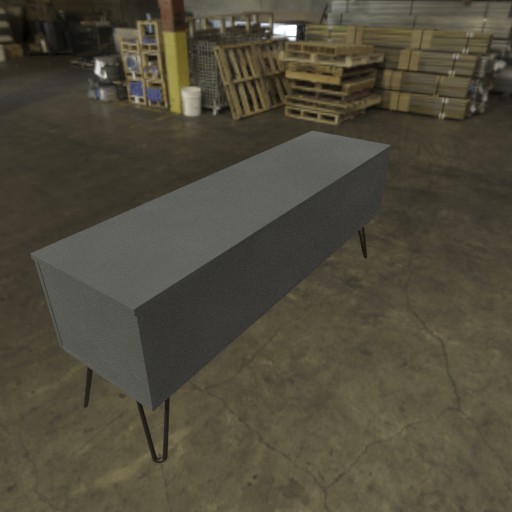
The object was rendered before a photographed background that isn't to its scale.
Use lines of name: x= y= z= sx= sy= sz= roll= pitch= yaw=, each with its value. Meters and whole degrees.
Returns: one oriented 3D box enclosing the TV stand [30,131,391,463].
TV stand: x=0.000 y=0.000 z=1.639 sx=0.400 sy=0.560 sz=1.400 roll=20 pitch=36 yaw=30
